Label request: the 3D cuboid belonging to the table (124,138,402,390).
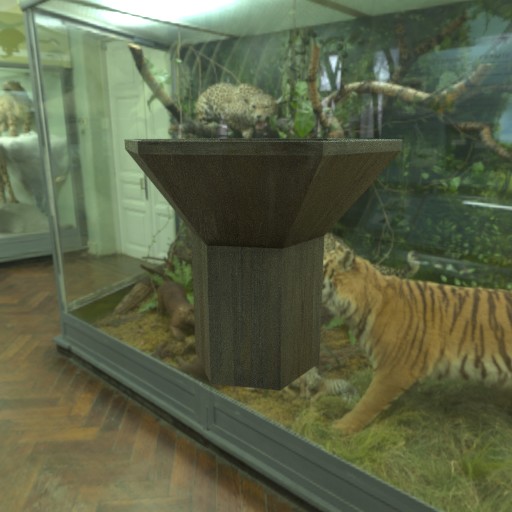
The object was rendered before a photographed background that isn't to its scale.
[{"bbox_3d":[0.000,0.000,1.153,0.683,0.586,0.592,3,15,10],"label":"table"}]
